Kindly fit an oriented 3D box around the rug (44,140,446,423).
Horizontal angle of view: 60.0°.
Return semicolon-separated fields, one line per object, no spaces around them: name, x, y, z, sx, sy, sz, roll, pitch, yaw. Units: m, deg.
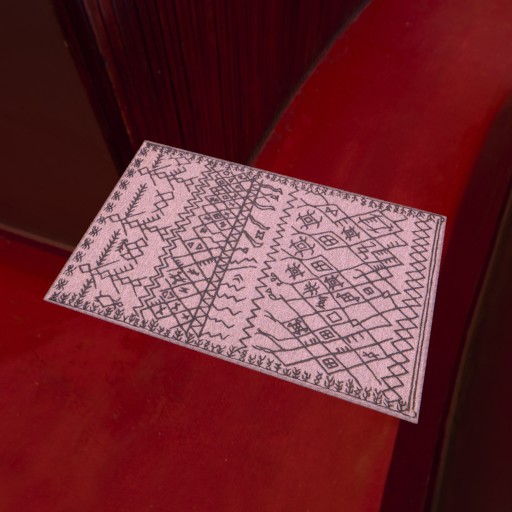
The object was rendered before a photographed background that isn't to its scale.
rug;0.000;0.000;3.090;2.444;0.012;1.526;16;60;9
